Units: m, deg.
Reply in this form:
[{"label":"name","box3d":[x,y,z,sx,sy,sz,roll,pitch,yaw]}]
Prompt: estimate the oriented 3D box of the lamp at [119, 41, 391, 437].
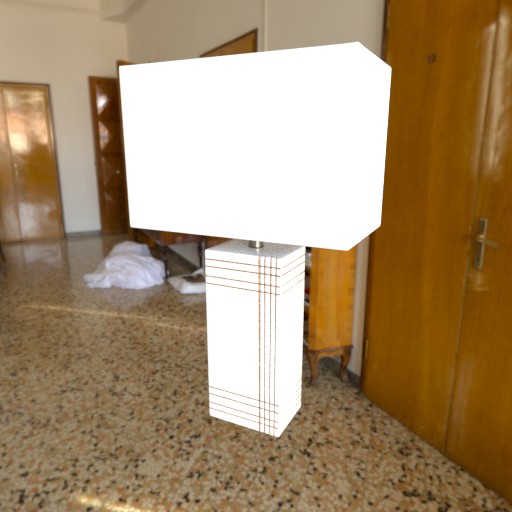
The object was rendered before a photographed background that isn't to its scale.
[{"label":"lamp","box3d":[0.000,0.000,0.682,0.334,0.543,0.182,7,16,26]}]
